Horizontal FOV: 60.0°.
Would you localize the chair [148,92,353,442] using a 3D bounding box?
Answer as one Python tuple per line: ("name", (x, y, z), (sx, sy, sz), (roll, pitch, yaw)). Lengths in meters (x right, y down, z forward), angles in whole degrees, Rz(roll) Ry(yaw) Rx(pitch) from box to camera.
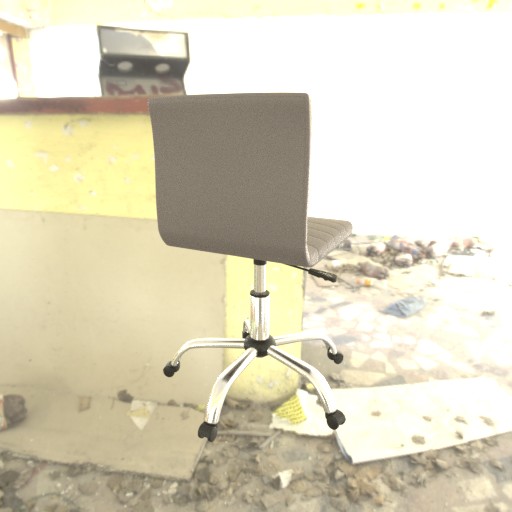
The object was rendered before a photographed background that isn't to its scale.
("chair", (0.000, 0.000, 1.155), (0.556, 0.780, 0.530), (9, 19, 27))
